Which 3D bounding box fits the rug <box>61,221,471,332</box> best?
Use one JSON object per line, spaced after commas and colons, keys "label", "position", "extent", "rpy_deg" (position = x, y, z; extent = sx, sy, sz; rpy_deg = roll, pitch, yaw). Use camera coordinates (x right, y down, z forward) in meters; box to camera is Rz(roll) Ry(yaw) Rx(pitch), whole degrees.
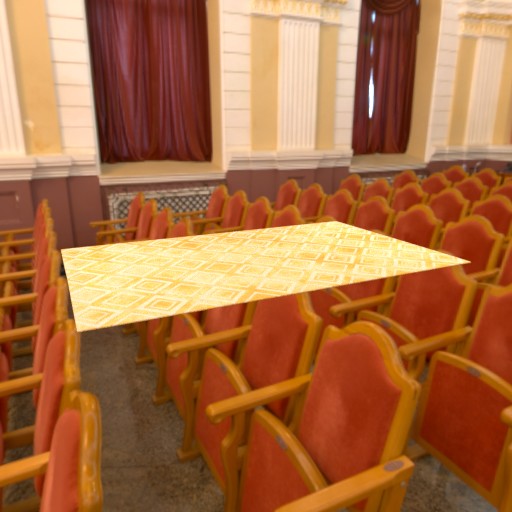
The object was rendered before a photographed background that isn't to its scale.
{"label": "rug", "position": [0.000, 0.000, 3.063], "extent": [2.424, 0.010, 1.511], "rpy_deg": [-7, 17, -25]}
